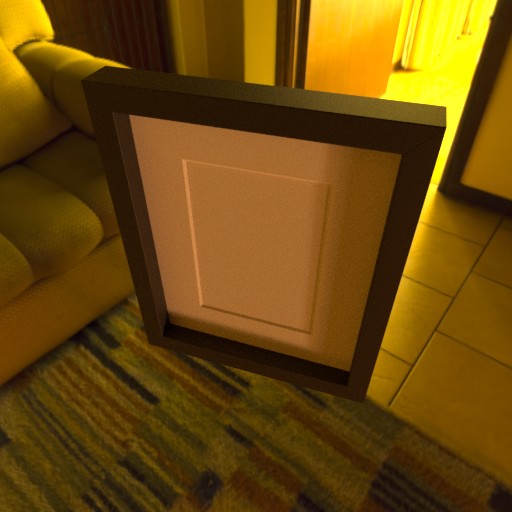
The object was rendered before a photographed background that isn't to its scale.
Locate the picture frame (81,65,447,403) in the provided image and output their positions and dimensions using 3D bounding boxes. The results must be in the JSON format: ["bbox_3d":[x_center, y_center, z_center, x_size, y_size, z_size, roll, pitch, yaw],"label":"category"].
[{"bbox_3d":[0.000,0.000,0.377,0.232,0.284,0.042,12,43,13],"label":"picture frame"}]
